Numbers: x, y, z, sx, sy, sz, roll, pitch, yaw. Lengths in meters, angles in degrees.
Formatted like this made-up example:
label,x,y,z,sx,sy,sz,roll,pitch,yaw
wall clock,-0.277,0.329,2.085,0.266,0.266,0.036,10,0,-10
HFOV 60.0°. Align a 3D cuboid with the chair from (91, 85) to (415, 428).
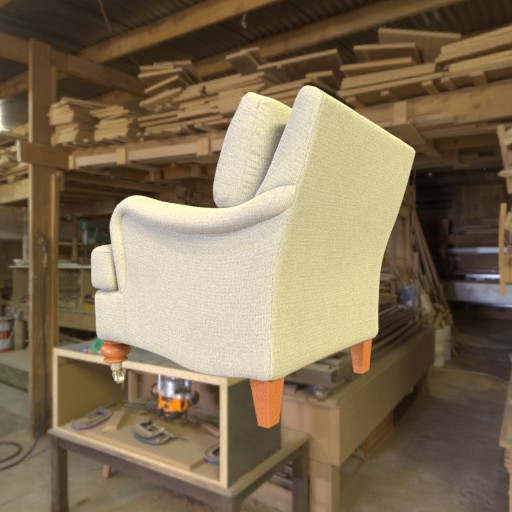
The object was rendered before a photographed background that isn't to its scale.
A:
label,x,y,z,sx,sy,sz,roll,pitch,yaw
chair,0.000,0.000,1.859,1.070,1.038,0.955,1,1,36
